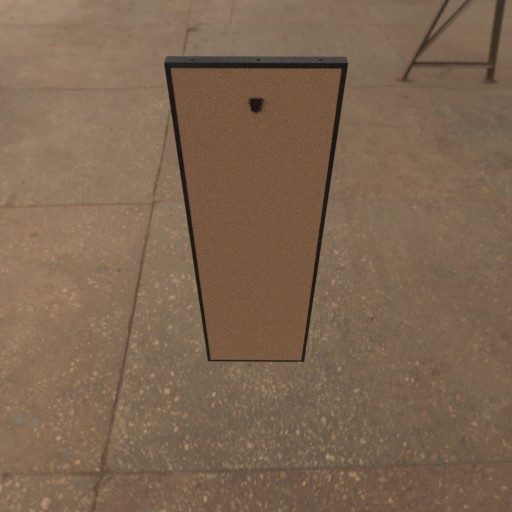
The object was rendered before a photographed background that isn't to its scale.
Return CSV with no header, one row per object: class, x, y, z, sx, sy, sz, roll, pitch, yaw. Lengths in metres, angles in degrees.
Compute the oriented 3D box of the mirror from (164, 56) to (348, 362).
mirror,0.000,0.000,1.233,0.354,1.080,0.042,0,46,0
